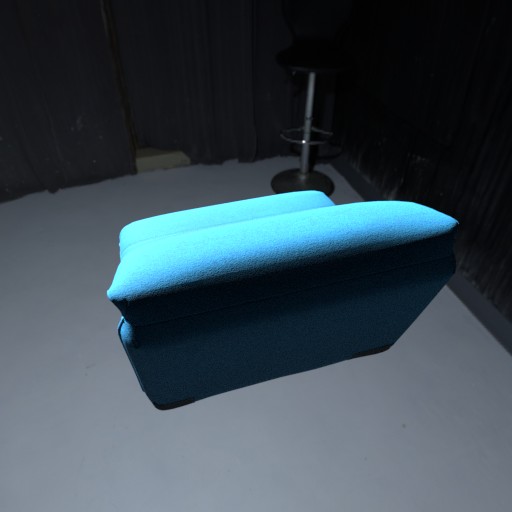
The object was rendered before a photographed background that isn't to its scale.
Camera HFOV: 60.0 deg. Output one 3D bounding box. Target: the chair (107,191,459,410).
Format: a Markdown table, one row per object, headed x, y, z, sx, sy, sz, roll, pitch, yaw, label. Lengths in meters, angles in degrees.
| x | y | z | sx | sy | sz | roll | pitch | yaw | label |
| --- | --- | --- | --- | --- | --- | --- | --- | --- | --- |
| 0.000 | 0.000 | 1.348 | 0.820 | 0.580 | 0.780 | -12 | 43 | -13 | chair |
